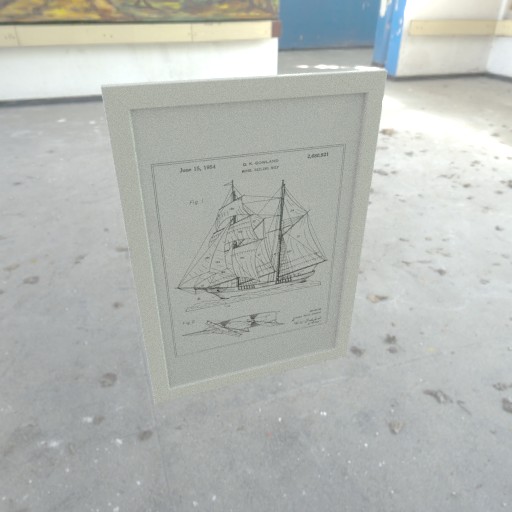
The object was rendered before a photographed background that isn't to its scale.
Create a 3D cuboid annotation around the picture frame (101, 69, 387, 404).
[{"bbox_3d":[0.000,0.000,0.703,0.381,0.534,0.012,-10,32,-16],"label":"picture frame"}]
